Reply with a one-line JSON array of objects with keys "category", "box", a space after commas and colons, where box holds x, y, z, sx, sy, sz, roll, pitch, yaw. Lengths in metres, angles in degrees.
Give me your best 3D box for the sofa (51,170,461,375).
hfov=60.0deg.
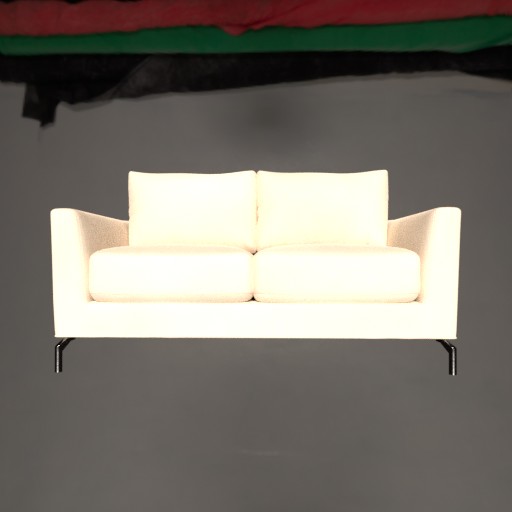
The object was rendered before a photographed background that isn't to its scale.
[{"category": "sofa", "box": [0.000, 0.000, 2.298, 1.739, 0.995, 0.906, 0, 0, 2]}]
